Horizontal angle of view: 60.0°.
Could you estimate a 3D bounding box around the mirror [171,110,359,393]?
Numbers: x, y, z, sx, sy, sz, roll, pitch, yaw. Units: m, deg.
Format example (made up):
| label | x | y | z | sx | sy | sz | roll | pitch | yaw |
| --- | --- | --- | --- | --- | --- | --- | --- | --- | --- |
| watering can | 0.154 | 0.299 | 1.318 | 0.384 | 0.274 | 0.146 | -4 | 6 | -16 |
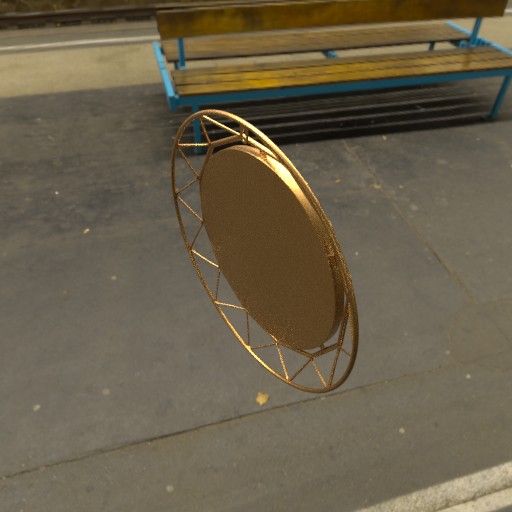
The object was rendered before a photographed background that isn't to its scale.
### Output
| label | x | y | z | sx | sy | sz | roll | pitch | yaw |
| --- | --- | --- | --- | --- | --- | --- | --- | --- | --- |
| mirror | 0.000 | 0.000 | 0.689 | 0.043 | 0.454 | 0.454 | -27 | 48 | -27 |
